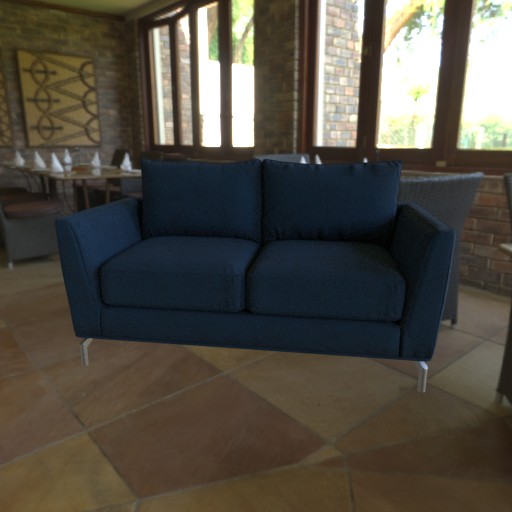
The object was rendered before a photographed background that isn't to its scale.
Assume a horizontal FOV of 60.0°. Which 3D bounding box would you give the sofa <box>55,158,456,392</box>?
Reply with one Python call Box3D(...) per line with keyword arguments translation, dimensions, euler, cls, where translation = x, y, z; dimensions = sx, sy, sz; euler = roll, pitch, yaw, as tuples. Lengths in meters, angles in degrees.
Box3D(translation=(0.000, 0.000, 2.374), dimensions=(1.770, 1.002, 0.853), euler=(2, 15, 8), cls="sofa")
